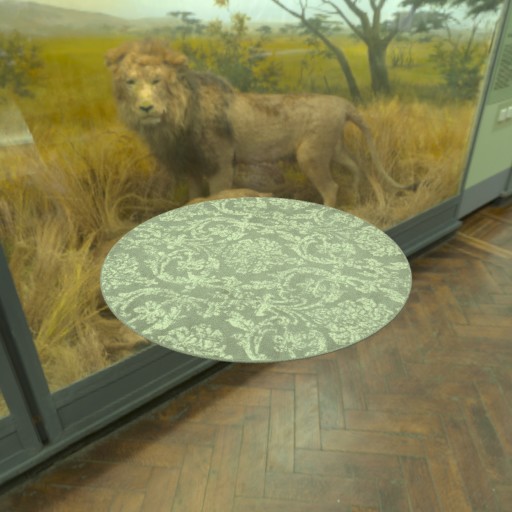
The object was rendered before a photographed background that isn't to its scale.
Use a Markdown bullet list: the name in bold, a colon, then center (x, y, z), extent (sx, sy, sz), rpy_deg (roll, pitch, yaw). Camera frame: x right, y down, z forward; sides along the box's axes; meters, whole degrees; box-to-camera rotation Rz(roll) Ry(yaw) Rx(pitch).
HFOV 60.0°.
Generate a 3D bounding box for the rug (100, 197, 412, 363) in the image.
- **rug**: center (0.000, 0.000, 2.364), extent (1.593, 0.012, 1.593), rpy_deg (0, 30, 0)
